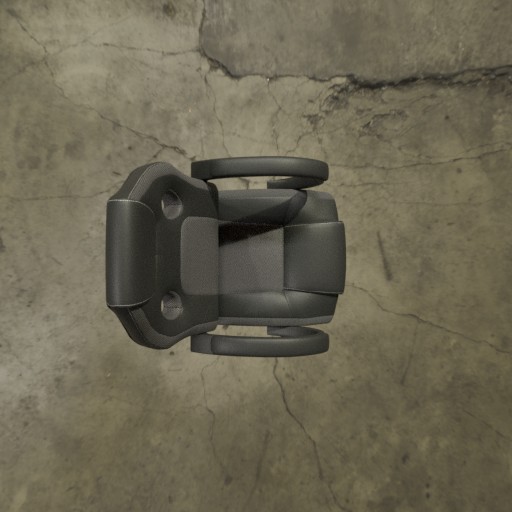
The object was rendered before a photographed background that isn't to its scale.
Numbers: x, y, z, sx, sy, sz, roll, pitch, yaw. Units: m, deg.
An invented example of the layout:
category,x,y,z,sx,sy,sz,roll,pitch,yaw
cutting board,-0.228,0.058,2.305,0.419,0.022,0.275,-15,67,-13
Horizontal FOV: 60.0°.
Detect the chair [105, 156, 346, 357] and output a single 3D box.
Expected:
category,x,y,z,sx,sy,sz,roll,pitch,yaw
chair,0.000,0.000,1.627,0.724,1.187,0.673,0,89,0
